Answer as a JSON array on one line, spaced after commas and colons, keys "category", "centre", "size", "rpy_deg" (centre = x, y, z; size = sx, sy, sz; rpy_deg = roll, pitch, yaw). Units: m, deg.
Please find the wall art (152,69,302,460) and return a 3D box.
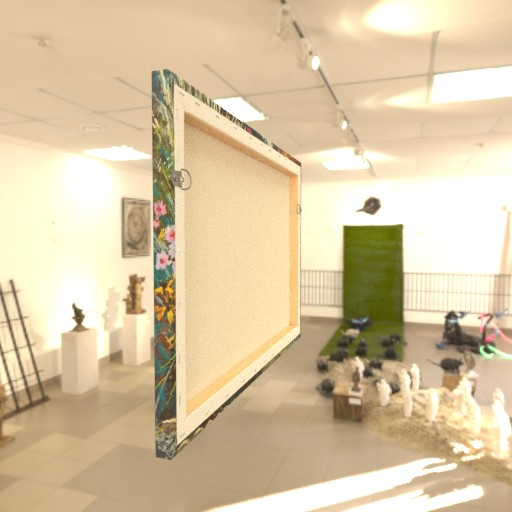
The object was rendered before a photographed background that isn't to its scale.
[{"category": "wall art", "centre": [0.000, 0.000, 1.400], "size": [0.042, 0.760, 1.136], "rpy_deg": [1, 3, 19]}]
